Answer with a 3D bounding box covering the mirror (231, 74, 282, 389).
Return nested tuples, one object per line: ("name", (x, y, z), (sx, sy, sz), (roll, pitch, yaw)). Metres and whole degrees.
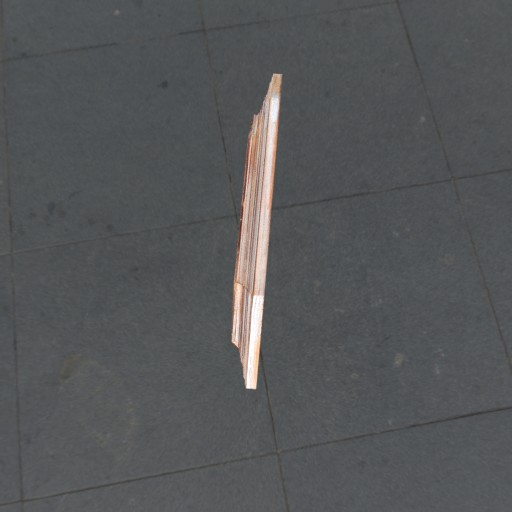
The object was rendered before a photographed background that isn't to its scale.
("mirror", (0.000, 0.000, 1.303), (0.061, 1.015, 0.709), (5, 76, 1))
